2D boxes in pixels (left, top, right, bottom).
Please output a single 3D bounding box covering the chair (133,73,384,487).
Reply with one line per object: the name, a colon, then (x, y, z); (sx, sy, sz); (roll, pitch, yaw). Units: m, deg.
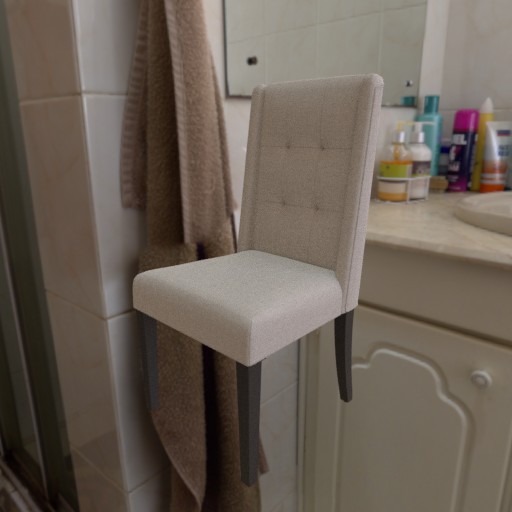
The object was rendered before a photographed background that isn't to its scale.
chair: (0.000, 0.000, 1.240); (0.474, 0.961, 0.523); (15, 22, 43)
